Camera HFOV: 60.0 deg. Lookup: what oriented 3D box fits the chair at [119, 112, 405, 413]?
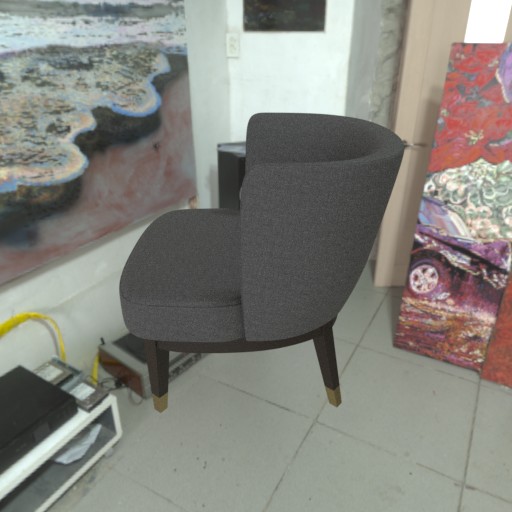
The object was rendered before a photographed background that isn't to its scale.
[{"bbox_3d":[0.000,0.000,1.265,0.698,0.695,0.639,0,27,0],"label":"chair"}]
